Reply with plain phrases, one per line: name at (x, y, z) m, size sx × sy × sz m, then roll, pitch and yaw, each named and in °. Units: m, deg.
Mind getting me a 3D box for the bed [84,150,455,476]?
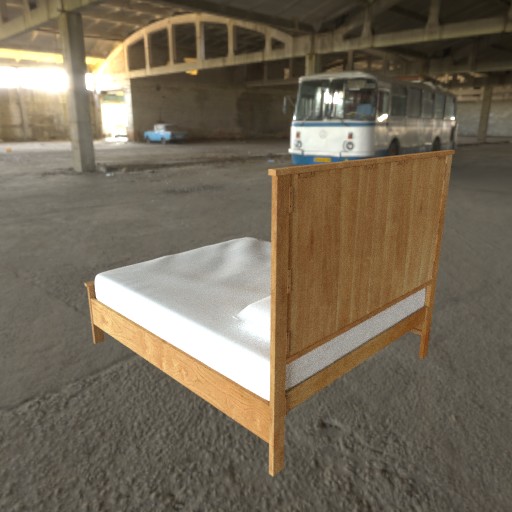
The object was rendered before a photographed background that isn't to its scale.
bed at (0.000, 0.000, 3.601) m, size 1.936 × 1.686 × 2.201 m, roll -16°, pitch 23°, yaw -42°
